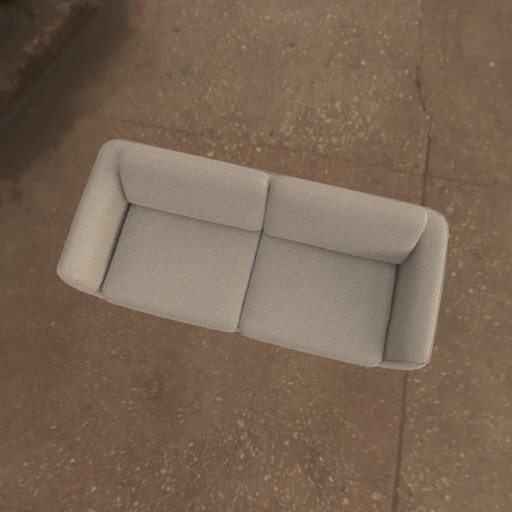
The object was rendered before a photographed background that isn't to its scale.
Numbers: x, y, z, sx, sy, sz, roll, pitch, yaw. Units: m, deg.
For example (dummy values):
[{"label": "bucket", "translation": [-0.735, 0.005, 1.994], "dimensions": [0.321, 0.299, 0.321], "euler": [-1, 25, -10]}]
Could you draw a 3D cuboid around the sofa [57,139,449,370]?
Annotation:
[{"label": "sofa", "translation": [0.000, 0.000, 2.550], "dimensions": [2.000, 0.850, 0.920], "euler": [13, 74, 4]}]
